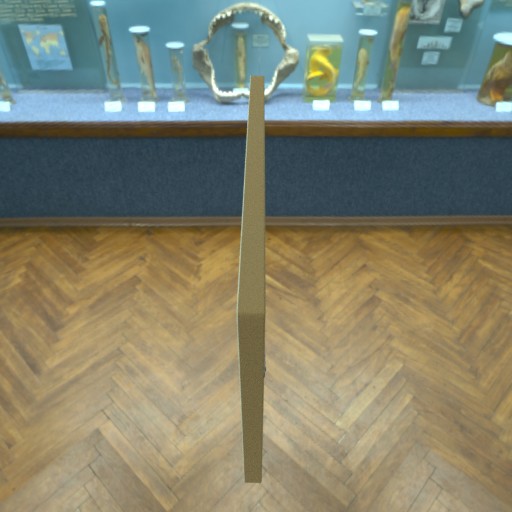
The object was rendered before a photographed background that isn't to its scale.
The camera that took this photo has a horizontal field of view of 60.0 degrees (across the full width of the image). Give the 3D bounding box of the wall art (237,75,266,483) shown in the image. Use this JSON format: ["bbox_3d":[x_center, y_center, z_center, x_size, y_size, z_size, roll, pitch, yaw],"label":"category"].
[{"bbox_3d":[0.000,0.000,0.486,0.019,0.254,0.380,0,42,1],"label":"wall art"}]
